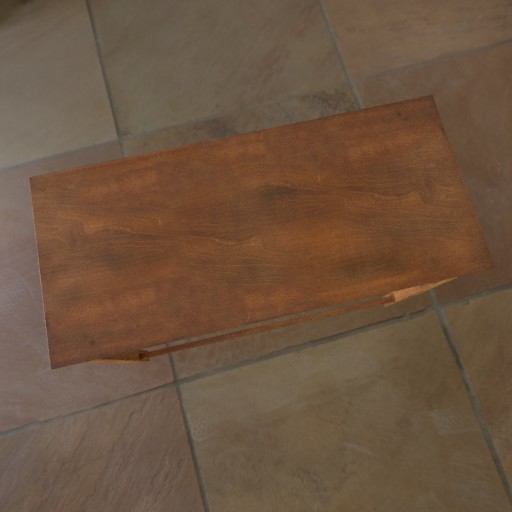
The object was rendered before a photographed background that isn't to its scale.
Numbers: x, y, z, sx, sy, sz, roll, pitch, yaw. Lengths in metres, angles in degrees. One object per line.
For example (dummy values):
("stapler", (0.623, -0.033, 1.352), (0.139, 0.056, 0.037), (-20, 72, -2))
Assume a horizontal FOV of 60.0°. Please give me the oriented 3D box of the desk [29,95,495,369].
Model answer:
("desk", (0.000, 0.000, 1.512), (1.117, 0.762, 0.508), (-12, 76, -3))
